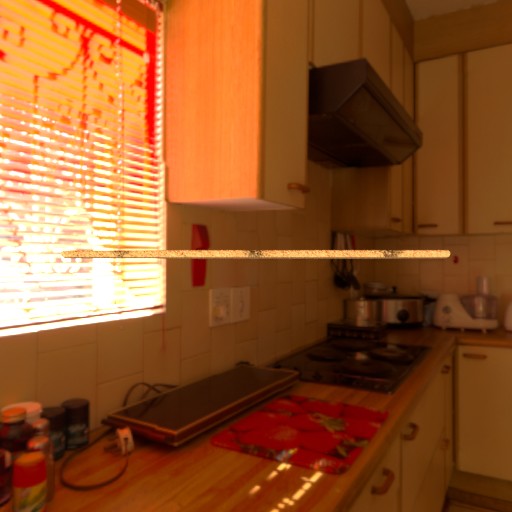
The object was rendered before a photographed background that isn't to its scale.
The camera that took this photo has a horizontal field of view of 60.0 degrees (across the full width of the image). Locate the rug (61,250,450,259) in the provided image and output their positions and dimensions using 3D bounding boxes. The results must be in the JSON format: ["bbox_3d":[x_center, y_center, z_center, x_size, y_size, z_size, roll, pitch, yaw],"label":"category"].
[{"bbox_3d":[0.000,0.000,2.148,1.200,0.025,1.600,0,0,0],"label":"rug"}]
